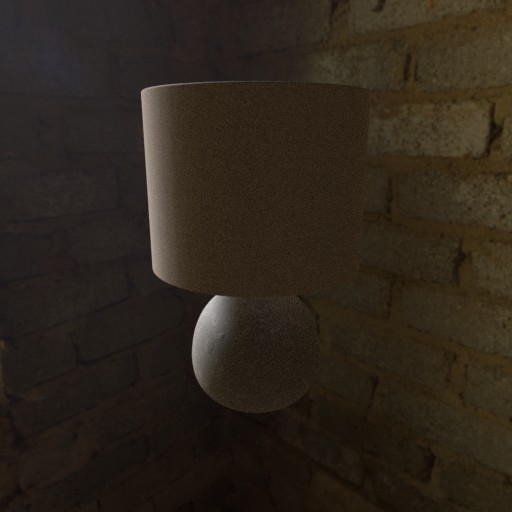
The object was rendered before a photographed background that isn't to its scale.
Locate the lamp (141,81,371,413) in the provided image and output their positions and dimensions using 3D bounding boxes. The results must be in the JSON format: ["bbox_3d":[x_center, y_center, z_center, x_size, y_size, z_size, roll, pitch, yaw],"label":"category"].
[{"bbox_3d":[0.000,0.000,0.590,0.269,0.409,0.269,2,16,7],"label":"lamp"}]
